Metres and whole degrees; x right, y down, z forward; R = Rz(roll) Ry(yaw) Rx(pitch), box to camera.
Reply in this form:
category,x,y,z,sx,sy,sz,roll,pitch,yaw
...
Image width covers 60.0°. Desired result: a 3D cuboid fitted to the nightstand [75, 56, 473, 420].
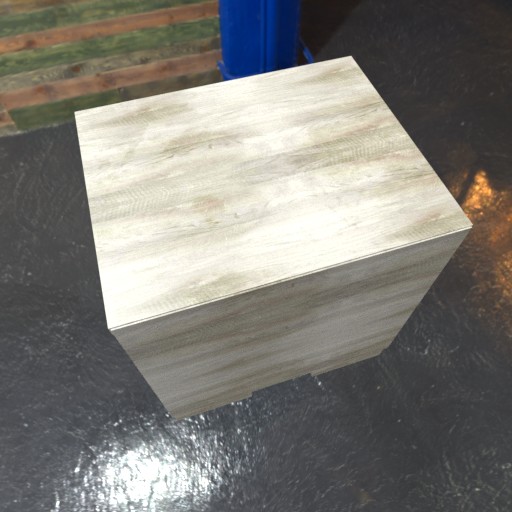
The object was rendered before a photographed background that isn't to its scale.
category,x,y,z,sx,sy,sz,roll,pitch,yaw
nightstand,0.000,0.000,0.762,0.427,0.448,0.347,-15,59,-9
